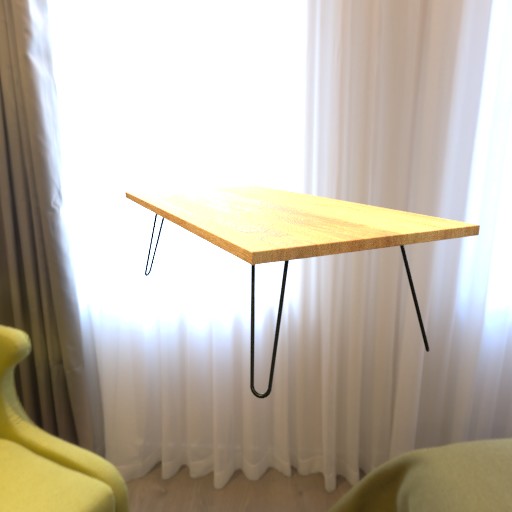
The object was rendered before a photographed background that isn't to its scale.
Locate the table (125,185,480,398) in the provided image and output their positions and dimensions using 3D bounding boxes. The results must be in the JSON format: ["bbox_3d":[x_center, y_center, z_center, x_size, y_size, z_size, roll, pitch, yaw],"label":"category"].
[{"bbox_3d":[0.000,0.000,1.696,0.699,0.400,1.348,-7,16,-26],"label":"table"}]
